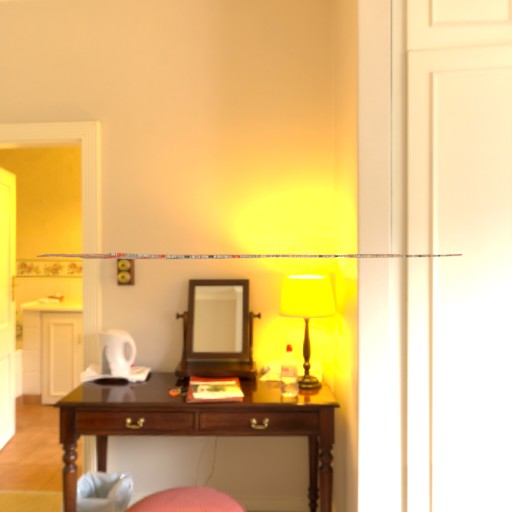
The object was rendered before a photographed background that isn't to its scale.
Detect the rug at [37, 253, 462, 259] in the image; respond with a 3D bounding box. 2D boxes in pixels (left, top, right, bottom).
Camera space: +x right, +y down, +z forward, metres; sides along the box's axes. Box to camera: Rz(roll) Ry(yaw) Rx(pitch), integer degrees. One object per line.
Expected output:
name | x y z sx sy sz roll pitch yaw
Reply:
rug | 0.000 0.000 2.981 2.439 0.029 1.537 0 0 -36
